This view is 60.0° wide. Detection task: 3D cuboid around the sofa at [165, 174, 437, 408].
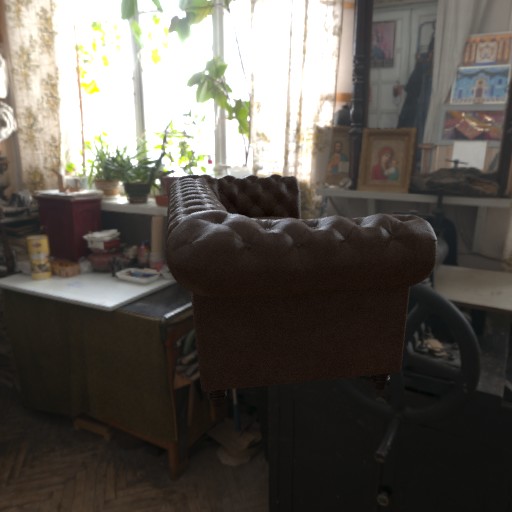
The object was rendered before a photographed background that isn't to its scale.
[{"bbox_3d":[0.000,0.000,2.476,0.955,0.784,2.048,-3,15,-10],"label":"sofa"}]
